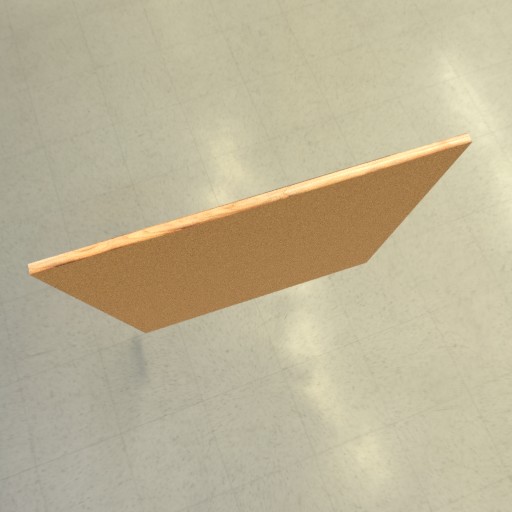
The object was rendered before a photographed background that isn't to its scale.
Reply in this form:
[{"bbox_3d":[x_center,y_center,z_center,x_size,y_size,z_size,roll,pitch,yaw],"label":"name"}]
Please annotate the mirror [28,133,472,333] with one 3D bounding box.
[{"bbox_3d":[0.000,0.000,1.160,0.804,0.804,0.061,-17,74,-5],"label":"mirror"}]
